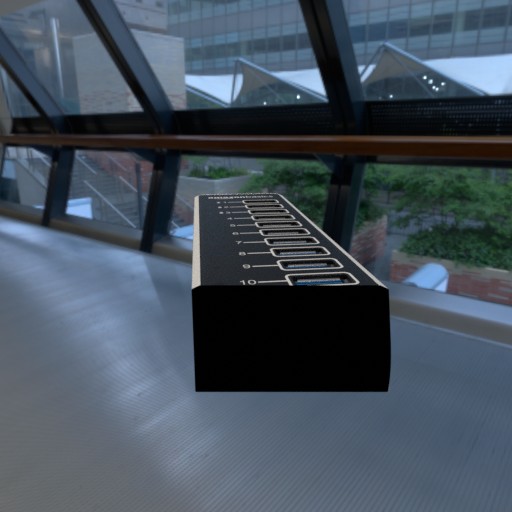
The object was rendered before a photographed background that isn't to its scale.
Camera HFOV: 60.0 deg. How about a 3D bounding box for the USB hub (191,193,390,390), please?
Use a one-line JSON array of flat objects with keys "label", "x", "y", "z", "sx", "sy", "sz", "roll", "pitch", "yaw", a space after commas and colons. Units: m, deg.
[{"label": "USB hub", "x": 0.000, "y": 0.000, "z": 0.161, "sx": 0.044, "sy": 0.023, "sz": 0.145, "roll": -2, "pitch": 17, "yaw": -7}]
